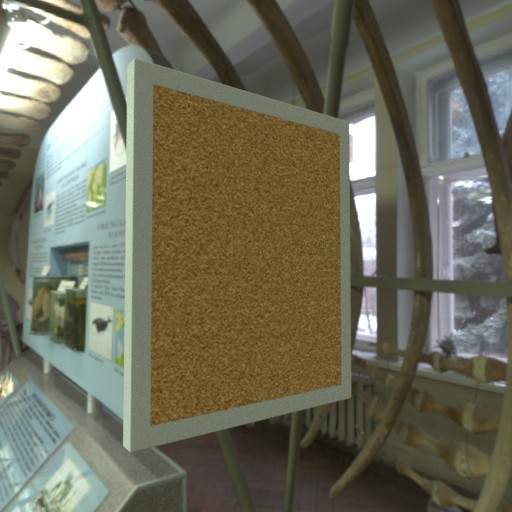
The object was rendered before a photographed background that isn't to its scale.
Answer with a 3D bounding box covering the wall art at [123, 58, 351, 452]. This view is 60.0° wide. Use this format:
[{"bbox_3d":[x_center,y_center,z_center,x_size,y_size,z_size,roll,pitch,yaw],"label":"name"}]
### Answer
[{"bbox_3d":[0.000,0.000,0.769,0.454,0.556,0.028,2,-3,-37],"label":"wall art"}]
